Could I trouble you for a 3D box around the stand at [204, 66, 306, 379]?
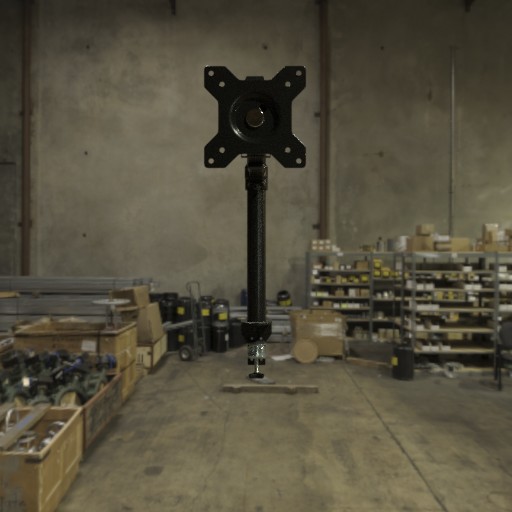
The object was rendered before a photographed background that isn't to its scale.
[{"bbox_3d":[0.000,0.000,0.727,0.115,0.510,0.456,0,0,0],"label":"stand"}]
